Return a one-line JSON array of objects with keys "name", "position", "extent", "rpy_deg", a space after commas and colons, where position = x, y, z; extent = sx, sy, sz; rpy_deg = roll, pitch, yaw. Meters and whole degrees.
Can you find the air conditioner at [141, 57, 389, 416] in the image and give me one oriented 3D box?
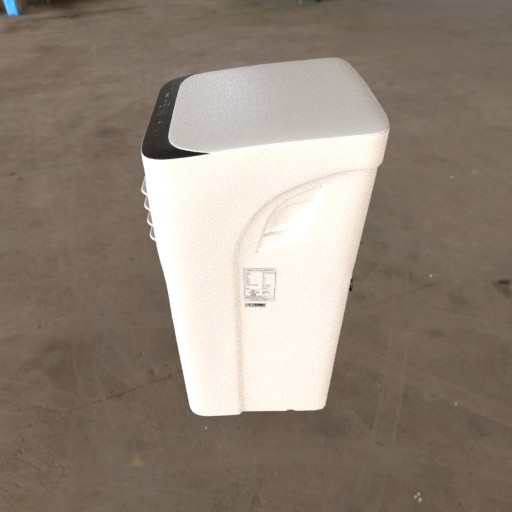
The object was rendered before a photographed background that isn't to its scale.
[{"name": "air conditioner", "position": [0.000, 0.000, 0.933], "extent": [0.369, 0.716, 0.352], "rpy_deg": [-2, 39, -2]}]
